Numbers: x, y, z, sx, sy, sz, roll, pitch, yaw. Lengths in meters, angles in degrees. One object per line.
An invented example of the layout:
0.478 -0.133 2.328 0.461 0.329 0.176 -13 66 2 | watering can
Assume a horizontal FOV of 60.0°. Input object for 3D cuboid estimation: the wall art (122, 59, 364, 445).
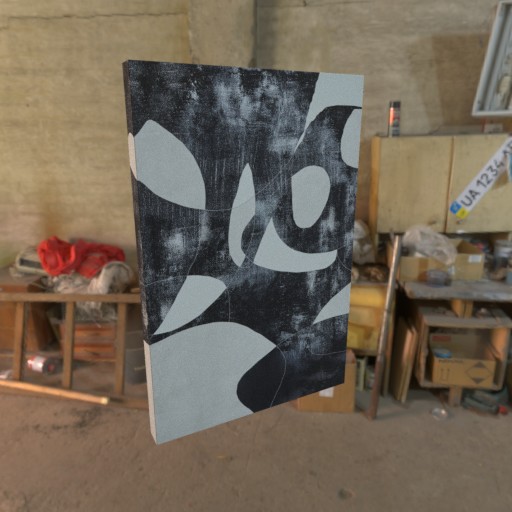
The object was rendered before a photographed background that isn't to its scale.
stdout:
0.000 0.000 0.783 0.407 0.610 0.039 -9 18 -27 | wall art
